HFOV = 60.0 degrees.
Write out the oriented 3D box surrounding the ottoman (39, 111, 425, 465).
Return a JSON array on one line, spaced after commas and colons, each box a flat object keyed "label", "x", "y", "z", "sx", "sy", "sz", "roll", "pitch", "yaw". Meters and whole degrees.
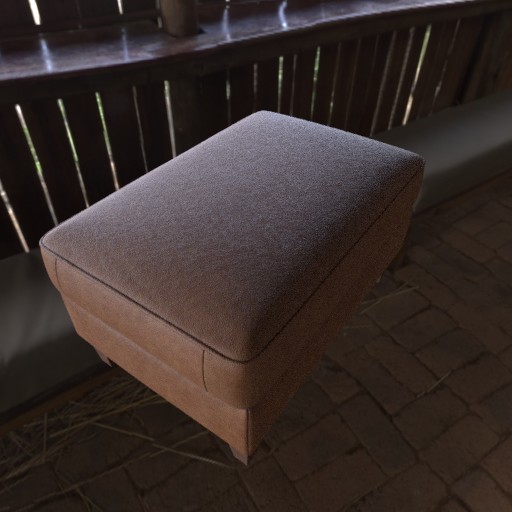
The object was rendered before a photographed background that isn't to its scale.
[{"label": "ottoman", "x": 0.000, "y": 0.000, "z": 1.185, "sx": 0.584, "sy": 0.483, "sz": 0.864, "roll": 25, "pitch": 47, "yaw": 26}]
